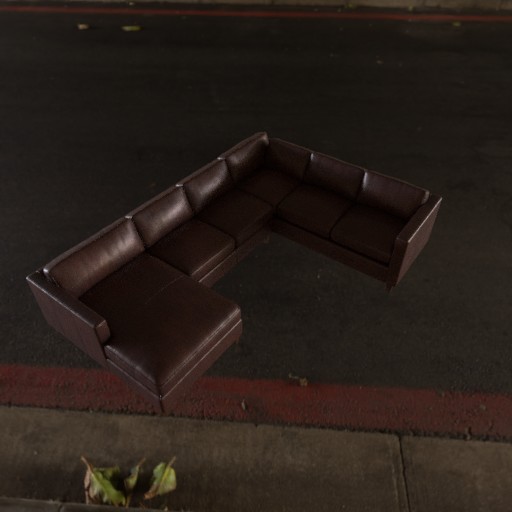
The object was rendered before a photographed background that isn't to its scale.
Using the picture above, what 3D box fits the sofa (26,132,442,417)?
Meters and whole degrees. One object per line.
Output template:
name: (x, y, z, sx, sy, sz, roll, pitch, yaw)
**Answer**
sofa: (0.000, 0.000, 4.424, 2.452, 0.891, 3.324, 26, 48, 26)
